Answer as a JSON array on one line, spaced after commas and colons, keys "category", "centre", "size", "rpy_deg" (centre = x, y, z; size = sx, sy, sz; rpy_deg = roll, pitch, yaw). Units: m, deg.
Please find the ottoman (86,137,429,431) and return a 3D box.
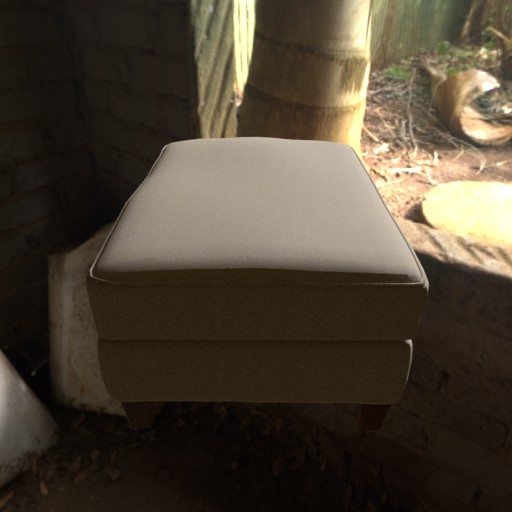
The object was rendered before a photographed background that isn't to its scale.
[{"category": "ottoman", "centre": [0.000, 0.000, 1.200], "size": [0.634, 0.485, 0.818], "rpy_deg": [0, 31, 1]}]
